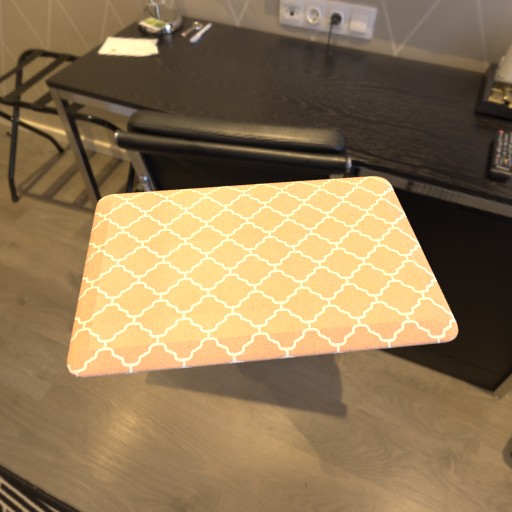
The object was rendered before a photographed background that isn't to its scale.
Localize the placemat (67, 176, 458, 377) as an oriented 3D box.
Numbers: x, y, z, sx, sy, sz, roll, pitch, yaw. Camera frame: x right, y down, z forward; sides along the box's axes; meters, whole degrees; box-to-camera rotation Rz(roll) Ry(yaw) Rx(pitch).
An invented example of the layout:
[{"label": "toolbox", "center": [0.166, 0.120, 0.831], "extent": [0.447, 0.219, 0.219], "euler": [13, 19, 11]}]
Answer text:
[{"label": "placemat", "center": [0.000, 0.000, 0.997], "extent": [0.762, 0.021, 0.508], "euler": [-5, 49, -4]}]
